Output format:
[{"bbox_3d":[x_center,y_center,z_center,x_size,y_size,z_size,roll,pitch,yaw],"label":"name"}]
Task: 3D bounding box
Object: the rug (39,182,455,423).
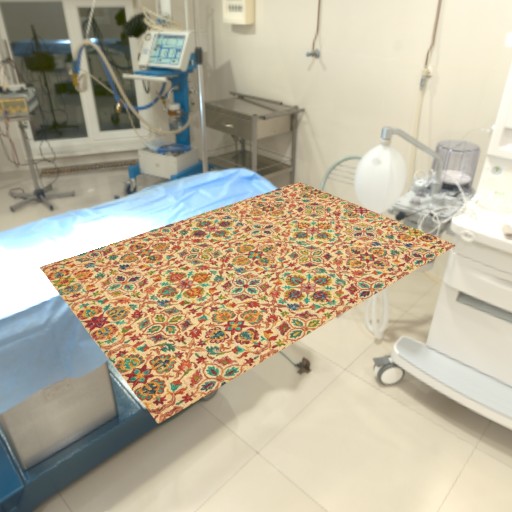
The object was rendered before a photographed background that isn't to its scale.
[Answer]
[{"bbox_3d":[0.000,0.000,2.339,1.838,0.013,1.226,-23,38,-33],"label":"rug"}]
